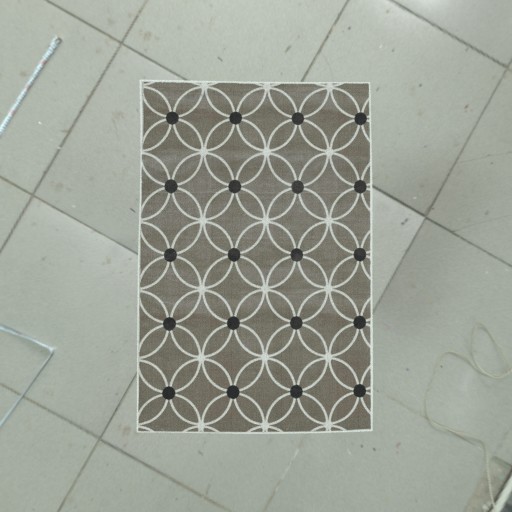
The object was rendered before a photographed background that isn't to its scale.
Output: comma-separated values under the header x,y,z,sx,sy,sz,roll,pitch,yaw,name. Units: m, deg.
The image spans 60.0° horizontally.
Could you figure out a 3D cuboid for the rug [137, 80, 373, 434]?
x,y,z,sx,sy,sz,roll,pitch,yaw,name
0.000,0.000,2.871,1.522,0.008,2.284,0,89,-1,rug
